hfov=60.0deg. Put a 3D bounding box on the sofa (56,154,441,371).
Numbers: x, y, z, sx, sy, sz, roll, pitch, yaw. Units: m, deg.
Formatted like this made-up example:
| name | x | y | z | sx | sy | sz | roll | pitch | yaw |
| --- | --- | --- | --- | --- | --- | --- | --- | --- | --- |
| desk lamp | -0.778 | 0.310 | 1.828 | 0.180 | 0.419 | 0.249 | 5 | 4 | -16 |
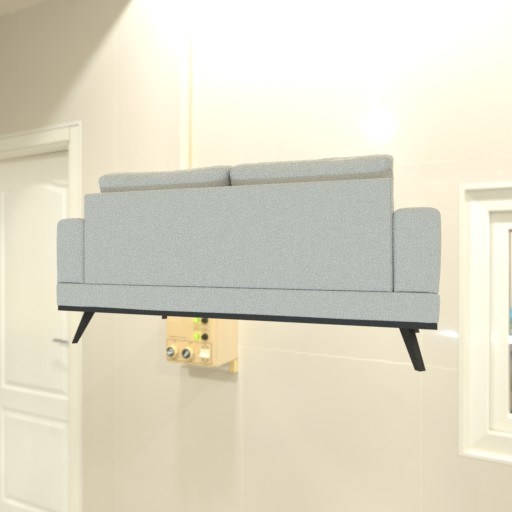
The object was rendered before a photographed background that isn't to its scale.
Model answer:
| name | x | y | z | sx | sy | sz | roll | pitch | yaw |
| --- | --- | --- | --- | --- | --- | --- | --- | --- | --- |
| sofa | 0.000 | 0.000 | 2.208 | 1.650 | 0.810 | 0.920 | 0 | 0 | 19 |
